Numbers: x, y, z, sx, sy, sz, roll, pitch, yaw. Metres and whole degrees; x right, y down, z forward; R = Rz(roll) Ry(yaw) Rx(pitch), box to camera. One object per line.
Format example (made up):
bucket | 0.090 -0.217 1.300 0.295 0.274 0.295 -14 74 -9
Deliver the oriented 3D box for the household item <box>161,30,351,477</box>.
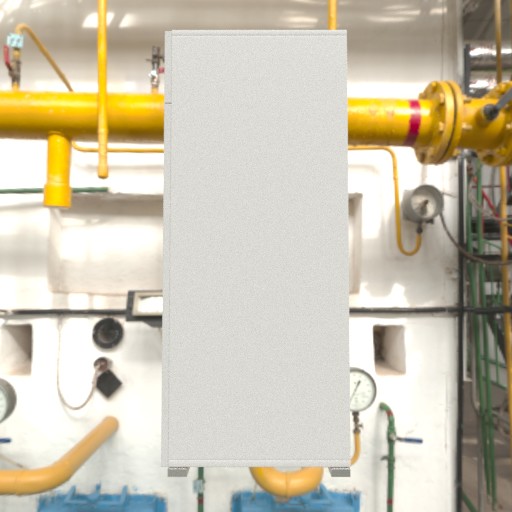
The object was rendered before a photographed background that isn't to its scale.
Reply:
household item | 0.000 0.000 1.395 0.420 1.010 0.790 0 -2 0
